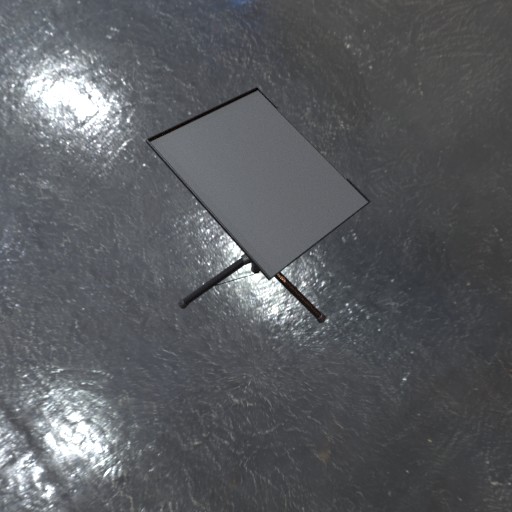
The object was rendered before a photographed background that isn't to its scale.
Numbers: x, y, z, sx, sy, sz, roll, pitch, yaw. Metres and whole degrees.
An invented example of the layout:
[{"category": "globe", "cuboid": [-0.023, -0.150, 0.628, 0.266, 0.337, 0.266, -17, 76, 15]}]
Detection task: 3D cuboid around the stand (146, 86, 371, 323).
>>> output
[{"category": "stand", "cuboid": [0.000, 0.000, 1.621, 0.702, 1.198, 0.702, -40, 79, -9]}]
